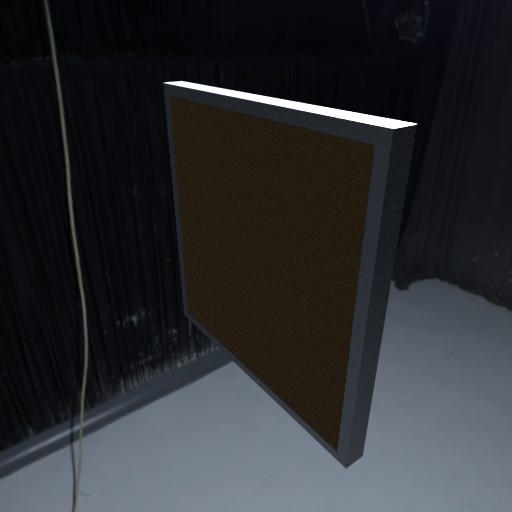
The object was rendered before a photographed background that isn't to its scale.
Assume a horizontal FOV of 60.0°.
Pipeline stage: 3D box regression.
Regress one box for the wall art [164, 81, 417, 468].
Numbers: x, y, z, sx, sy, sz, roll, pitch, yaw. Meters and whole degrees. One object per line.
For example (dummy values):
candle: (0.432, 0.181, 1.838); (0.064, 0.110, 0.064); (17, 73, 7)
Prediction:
wall art: (0.000, 0.000, 0.746); (0.038, 0.506, 0.506); (-19, 33, -32)
